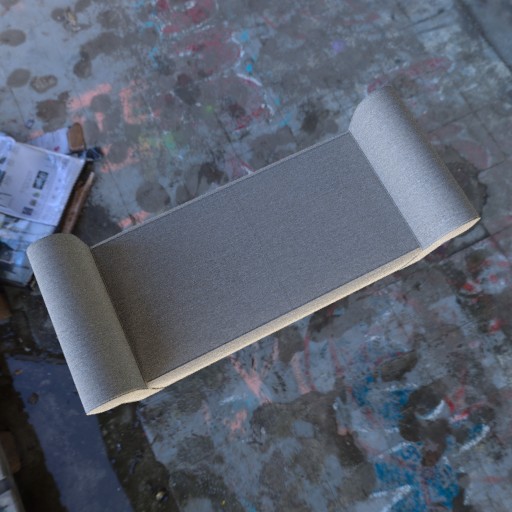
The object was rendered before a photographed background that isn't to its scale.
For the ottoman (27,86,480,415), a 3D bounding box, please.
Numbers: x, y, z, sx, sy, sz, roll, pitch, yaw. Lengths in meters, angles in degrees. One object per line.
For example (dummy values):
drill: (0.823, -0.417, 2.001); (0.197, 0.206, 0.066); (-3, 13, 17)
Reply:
ottoman: (0.000, 0.000, 1.526); (1.256, 0.547, 0.521); (-25, 76, -7)
